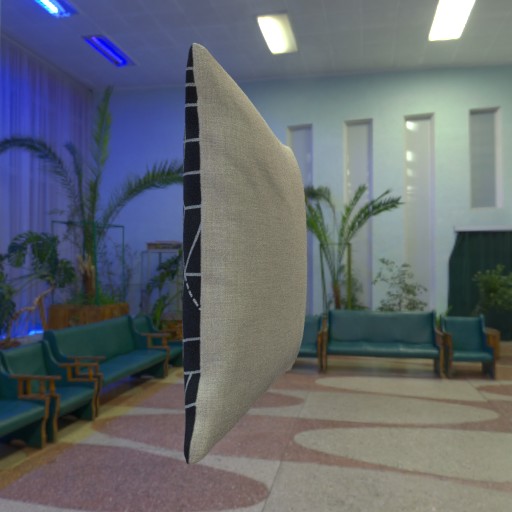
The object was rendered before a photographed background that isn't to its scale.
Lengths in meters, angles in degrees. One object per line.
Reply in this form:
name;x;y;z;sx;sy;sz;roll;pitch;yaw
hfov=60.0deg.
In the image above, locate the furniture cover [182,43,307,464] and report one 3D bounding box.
furniture cover;0.000;0.000;0.773;0.158;0.508;0.517;0;-1;16
